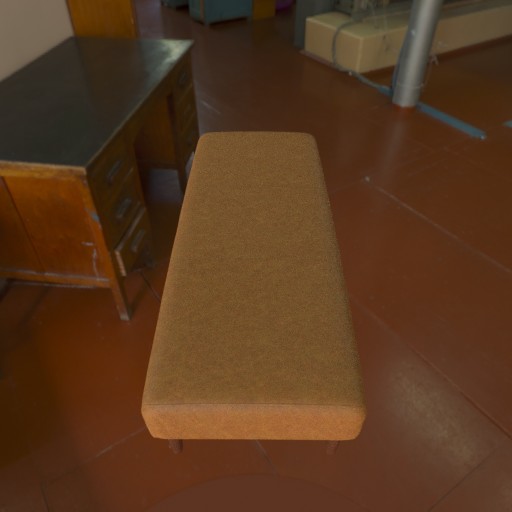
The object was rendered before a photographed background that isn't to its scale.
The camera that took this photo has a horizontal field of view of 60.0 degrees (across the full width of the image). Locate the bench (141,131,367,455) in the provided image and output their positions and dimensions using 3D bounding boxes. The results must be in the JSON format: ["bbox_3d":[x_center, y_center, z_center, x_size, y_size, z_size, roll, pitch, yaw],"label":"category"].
[{"bbox_3d":[0.000,0.000,1.892,0.653,0.399,1.610,0,42,0],"label":"bench"}]
